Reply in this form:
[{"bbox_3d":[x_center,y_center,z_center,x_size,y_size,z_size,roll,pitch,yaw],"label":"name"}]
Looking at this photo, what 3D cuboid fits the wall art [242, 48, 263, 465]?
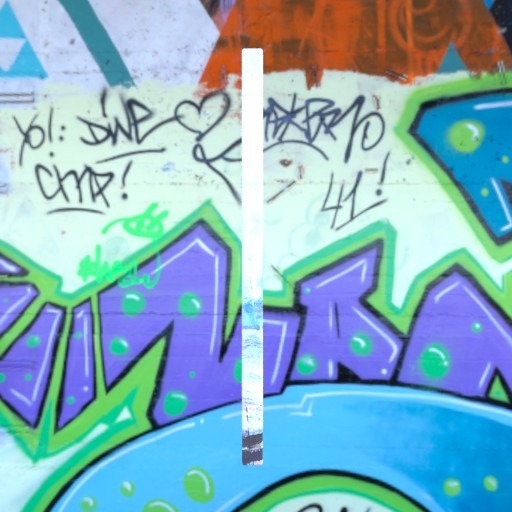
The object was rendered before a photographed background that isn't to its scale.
[{"bbox_3d":[0.000,0.000,1.314,0.038,0.762,1.016,0,0,1],"label":"wall art"}]
